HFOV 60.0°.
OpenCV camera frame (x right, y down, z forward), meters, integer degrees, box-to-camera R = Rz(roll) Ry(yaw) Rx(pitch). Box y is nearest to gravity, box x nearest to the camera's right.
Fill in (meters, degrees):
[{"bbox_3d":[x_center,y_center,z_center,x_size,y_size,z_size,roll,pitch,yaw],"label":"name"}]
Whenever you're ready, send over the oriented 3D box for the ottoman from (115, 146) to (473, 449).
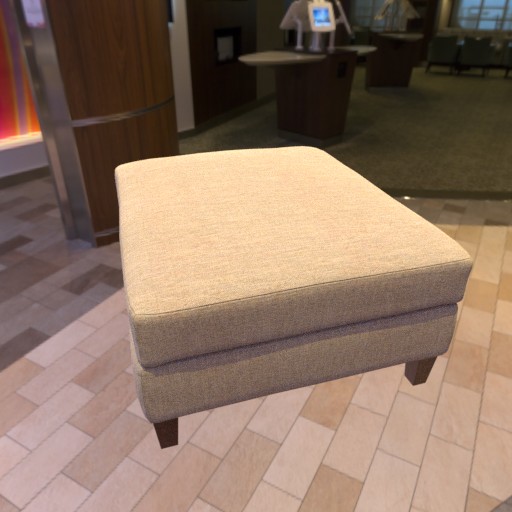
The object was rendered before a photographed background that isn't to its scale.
[{"bbox_3d":[0.000,0.000,1.448,0.836,0.492,0.976,-9,31,-15],"label":"ottoman"}]
